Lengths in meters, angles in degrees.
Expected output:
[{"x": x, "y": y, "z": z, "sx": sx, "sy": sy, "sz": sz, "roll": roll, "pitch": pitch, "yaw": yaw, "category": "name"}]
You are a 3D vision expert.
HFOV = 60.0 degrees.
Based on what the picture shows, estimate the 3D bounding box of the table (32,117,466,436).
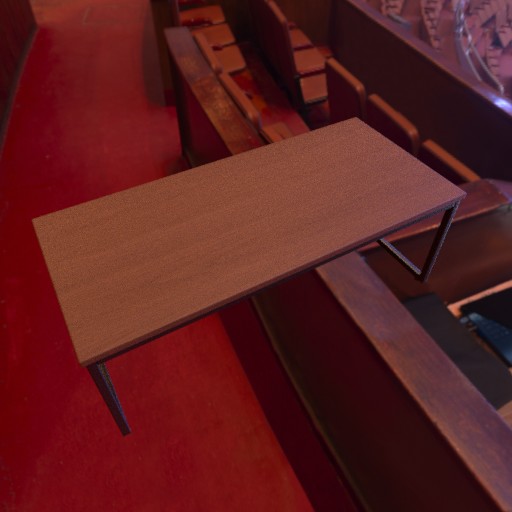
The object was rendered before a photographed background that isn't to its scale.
[{"x": 0.000, "y": 0.000, "z": 1.368, "sx": 1.100, "sy": 0.400, "sz": 0.500, "roll": -22, "pitch": 50, "yaw": -20, "category": "table"}]
